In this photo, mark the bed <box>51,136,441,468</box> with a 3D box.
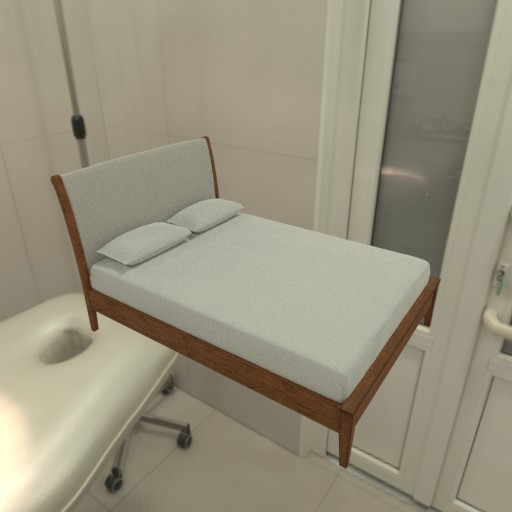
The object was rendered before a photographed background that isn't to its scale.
[{"bbox_3d":[0.000,0.000,2.998,2.108,1.135,1.502,17,31,31],"label":"bed"}]
